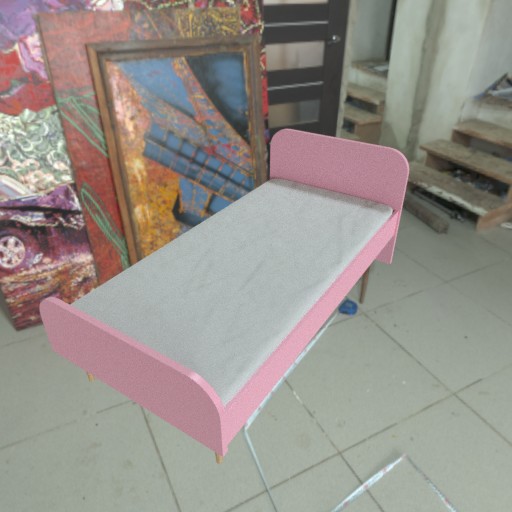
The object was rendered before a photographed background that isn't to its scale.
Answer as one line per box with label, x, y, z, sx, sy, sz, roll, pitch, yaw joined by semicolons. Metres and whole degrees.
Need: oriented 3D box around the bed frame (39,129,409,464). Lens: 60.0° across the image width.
bed frame;0.000;0.000;2.447;0.998;0.805;1.963;19;37;28
